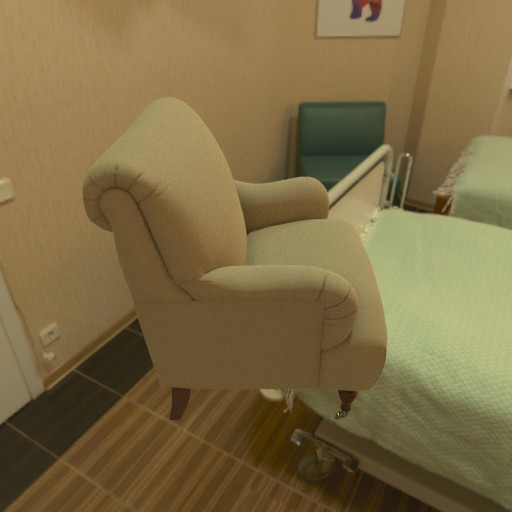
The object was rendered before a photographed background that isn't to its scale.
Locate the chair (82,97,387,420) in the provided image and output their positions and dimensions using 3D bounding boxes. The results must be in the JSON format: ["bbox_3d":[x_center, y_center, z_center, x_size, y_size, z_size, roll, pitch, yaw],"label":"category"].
[{"bbox_3d":[0.000,0.000,1.553,0.842,0.942,0.766,1,32,1],"label":"chair"}]
